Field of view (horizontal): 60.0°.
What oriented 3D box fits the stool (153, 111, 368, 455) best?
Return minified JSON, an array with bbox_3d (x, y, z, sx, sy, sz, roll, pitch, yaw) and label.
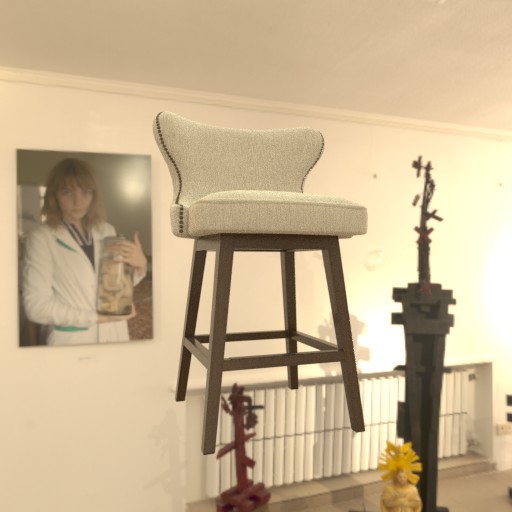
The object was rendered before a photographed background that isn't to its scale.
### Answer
[{"bbox_3d":[0.000,0.000,1.400,0.615,0.972,0.597,0,-1,-19],"label":"stool"}]
